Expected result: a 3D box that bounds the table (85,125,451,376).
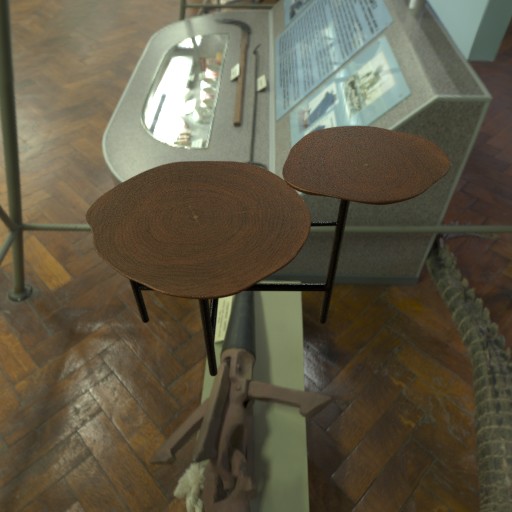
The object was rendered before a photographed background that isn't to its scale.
[{"bbox_3d":[0.000,0.000,1.059,0.759,0.538,0.442,1,46,1],"label":"table"}]
